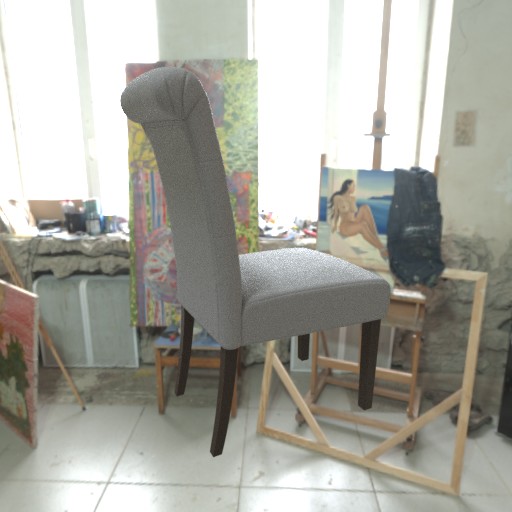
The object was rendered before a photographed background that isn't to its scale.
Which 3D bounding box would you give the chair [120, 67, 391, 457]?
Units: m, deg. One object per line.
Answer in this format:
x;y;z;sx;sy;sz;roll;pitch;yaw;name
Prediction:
0.000;0.000;1.343;0.671;1.006;0.456;-8;17;-26;chair
